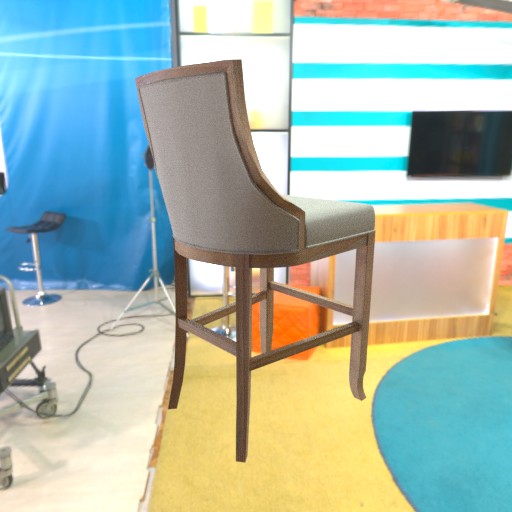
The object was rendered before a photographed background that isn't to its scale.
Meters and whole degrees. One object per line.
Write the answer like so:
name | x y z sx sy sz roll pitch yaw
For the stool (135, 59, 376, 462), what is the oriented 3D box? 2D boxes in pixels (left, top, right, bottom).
stool | 0.000 0.000 1.469 0.626 1.101 0.524 -14 20 -42
